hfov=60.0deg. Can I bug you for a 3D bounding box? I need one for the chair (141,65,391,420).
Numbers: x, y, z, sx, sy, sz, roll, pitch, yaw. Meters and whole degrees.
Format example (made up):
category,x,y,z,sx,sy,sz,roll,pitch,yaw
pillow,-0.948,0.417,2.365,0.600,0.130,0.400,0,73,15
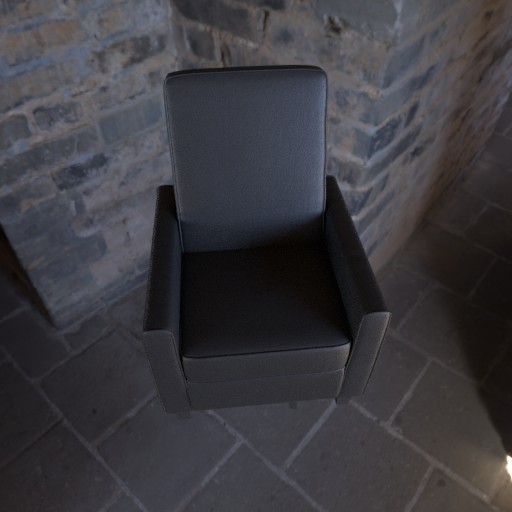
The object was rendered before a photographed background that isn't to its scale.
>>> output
category,x,y,z,sx,sy,sz,roll,pitch,yaw
chair,0.000,0.000,1.515,0.705,1.013,0.746,-4,47,-4
